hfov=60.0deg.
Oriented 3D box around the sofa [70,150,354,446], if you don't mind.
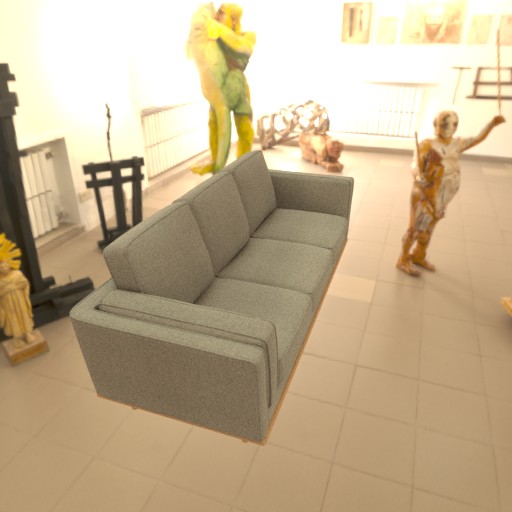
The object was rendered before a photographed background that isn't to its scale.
[{"bbox_3d":[0.000,0.000,2.811,0.903,0.899,2.362,9,29,17],"label":"sofa"}]
